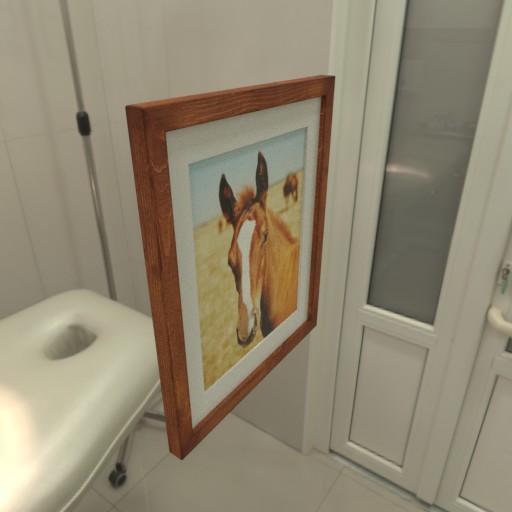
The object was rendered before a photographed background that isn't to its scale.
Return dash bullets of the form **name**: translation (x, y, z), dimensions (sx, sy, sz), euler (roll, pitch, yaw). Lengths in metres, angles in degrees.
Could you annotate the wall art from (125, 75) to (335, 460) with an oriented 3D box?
- **wall art**: translation (0.000, 0.000, 0.779), dimensions (0.030, 0.558, 0.462), euler (18, 32, 31)
